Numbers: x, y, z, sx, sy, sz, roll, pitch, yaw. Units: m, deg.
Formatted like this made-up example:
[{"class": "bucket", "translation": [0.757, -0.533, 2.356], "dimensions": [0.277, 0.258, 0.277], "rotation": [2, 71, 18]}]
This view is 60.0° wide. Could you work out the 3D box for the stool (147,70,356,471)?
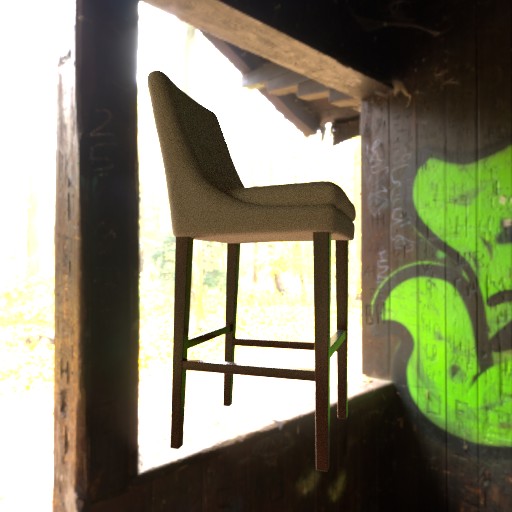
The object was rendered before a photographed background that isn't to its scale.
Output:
[{"class": "stool", "translation": [0.000, 0.000, 1.384], "dimensions": [0.577, 1.078, 0.470], "rotation": [0, -1, 18]}]
